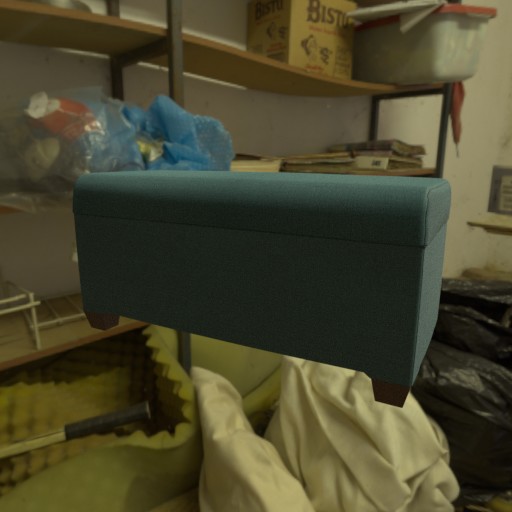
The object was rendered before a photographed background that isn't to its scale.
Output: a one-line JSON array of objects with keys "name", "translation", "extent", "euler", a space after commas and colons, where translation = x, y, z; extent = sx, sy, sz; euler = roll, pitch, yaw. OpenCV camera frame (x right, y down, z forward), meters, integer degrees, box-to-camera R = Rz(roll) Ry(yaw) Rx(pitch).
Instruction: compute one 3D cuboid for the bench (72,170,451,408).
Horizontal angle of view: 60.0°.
[{"name": "bench", "translation": [0.000, 0.000, 1.280], "extent": [0.995, 0.474, 0.476], "euler": [7, 15, 27]}]
